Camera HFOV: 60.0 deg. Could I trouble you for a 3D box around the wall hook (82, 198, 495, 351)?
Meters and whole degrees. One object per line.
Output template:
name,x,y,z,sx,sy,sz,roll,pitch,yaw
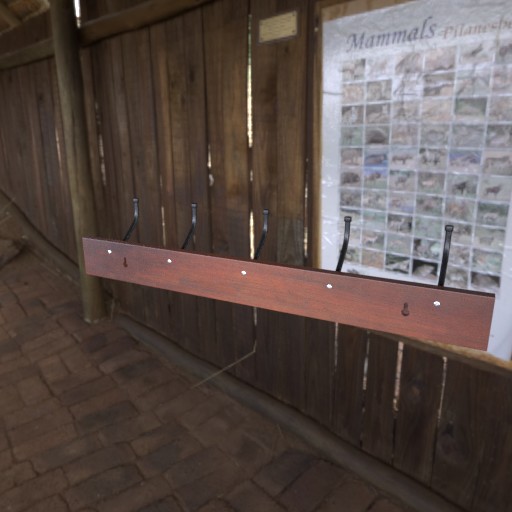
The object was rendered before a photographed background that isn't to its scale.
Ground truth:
wall hook,0.000,0.000,0.598,0.571,0.117,0.071,8,18,26
